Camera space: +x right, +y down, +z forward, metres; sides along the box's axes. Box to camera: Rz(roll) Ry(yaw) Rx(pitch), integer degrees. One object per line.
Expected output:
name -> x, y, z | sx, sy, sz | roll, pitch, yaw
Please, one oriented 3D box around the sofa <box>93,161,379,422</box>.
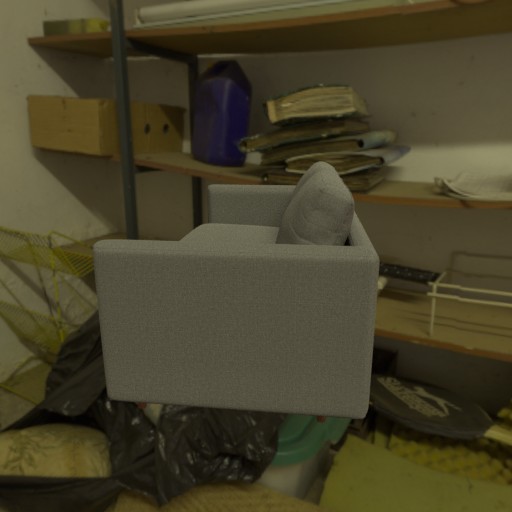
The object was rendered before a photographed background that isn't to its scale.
sofa -> 0.000, 0.000, 2.208 | 0.940, 0.866, 1.713 | 2, 15, 7
